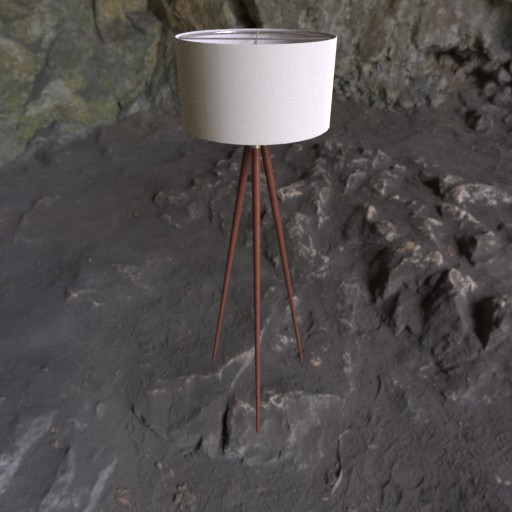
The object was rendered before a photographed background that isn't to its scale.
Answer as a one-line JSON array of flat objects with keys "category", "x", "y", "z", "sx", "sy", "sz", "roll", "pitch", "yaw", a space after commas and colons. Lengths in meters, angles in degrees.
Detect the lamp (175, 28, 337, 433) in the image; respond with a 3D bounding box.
[{"category": "lamp", "x": 0.000, "y": 0.000, "z": 1.737, "sx": 0.483, "sy": 1.553, "sz": 0.483, "roll": 1, "pitch": 31, "yaw": 2}]
